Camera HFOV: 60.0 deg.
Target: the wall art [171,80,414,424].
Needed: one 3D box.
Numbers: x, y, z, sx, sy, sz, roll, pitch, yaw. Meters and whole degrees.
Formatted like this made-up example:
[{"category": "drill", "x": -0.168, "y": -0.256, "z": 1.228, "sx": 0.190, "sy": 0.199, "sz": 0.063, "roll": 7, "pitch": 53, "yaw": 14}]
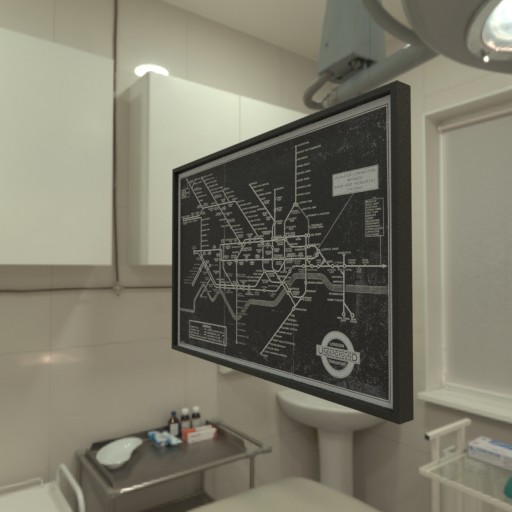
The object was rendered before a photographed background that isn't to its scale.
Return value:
[{"category": "wall art", "x": 0.000, "y": 0.000, "z": 0.571, "sx": 0.021, "sy": 0.301, "sz": 0.443, "roll": 1, "pitch": -2, "yaw": -37}]
